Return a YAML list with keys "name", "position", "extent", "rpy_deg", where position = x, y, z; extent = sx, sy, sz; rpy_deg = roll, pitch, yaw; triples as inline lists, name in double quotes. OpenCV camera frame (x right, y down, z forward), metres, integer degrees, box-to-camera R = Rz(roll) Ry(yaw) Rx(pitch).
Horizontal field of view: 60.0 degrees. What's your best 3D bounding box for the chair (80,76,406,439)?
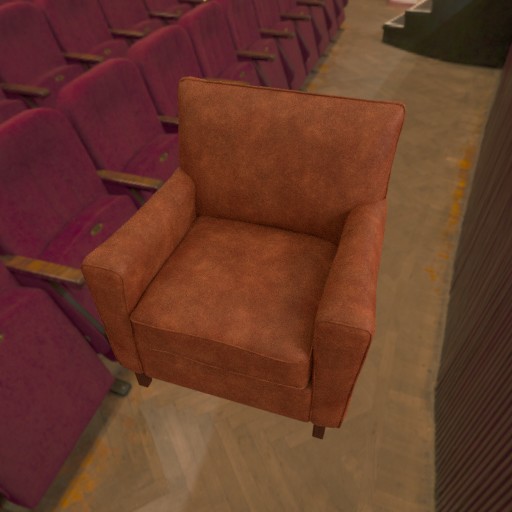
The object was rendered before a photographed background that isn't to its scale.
- name: "chair"
  position: [0.000, 0.000, 1.592]
  extent: [0.870, 0.943, 0.823]
  rpy_deg: [12, 42, 13]
